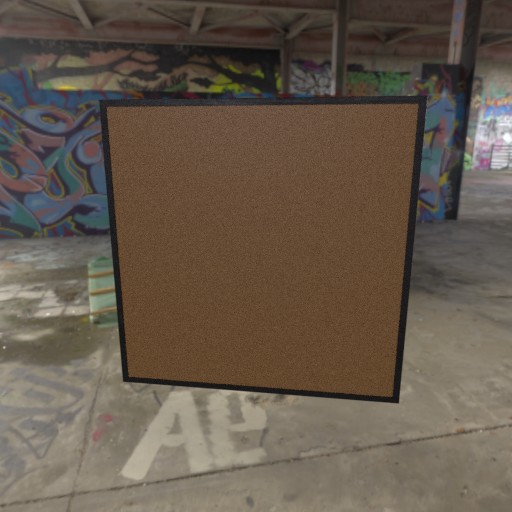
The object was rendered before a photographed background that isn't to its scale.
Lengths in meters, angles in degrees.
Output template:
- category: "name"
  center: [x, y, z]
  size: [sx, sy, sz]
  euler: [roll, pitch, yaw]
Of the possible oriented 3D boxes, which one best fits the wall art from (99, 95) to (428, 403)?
- category: "wall art"
  center: [0.000, 0.000, 1.135]
  size: [0.763, 0.763, 0.039]
  euler: [2, 15, 8]
